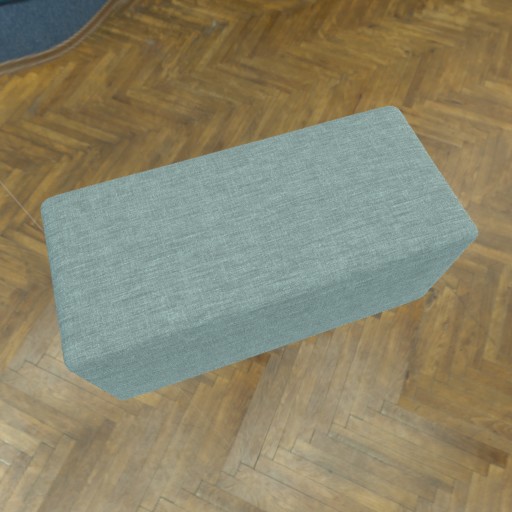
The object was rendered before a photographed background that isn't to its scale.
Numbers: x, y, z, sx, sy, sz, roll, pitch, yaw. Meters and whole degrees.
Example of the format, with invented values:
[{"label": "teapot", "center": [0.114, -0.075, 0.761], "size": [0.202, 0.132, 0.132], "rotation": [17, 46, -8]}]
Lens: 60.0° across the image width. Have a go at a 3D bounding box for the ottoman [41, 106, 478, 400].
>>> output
[{"label": "ottoman", "center": [0.000, 0.000, 1.130], "size": [0.902, 0.432, 0.419], "rotation": [-17, 65, -8]}]
